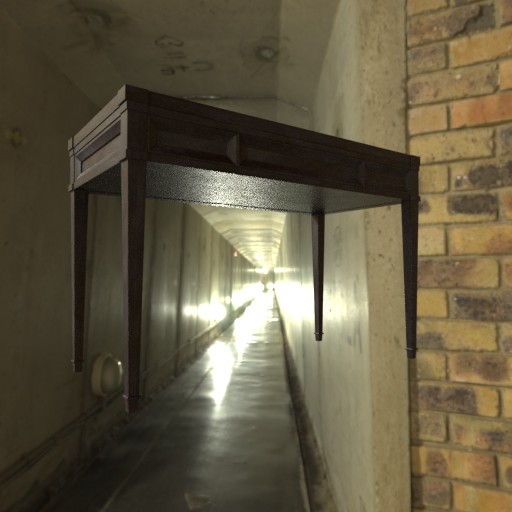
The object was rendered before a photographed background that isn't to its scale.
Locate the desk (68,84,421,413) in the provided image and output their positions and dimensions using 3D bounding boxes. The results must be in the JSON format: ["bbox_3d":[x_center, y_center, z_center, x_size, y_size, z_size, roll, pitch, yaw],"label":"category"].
[{"bbox_3d":[0.000,0.000,1.774,1.289,0.861,0.630,1,-2,-36],"label":"desk"}]
